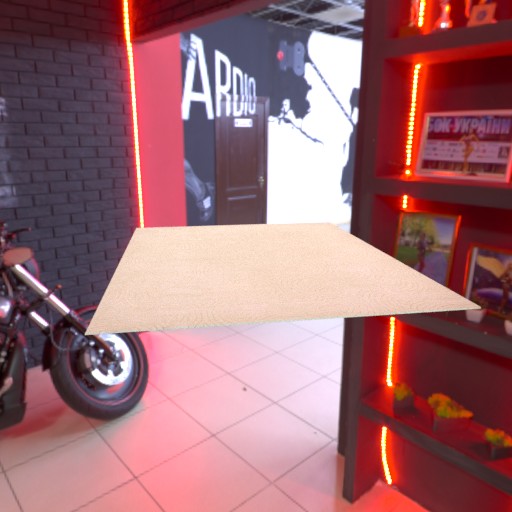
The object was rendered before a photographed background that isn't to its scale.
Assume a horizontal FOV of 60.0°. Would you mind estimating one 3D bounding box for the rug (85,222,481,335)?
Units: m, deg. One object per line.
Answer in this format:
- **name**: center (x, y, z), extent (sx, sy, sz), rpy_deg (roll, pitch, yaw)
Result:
- **rug**: center (0.000, 0.000, 3.491), extent (2.073, 0.011, 2.584), rpy_deg (-2, 15, -9)
